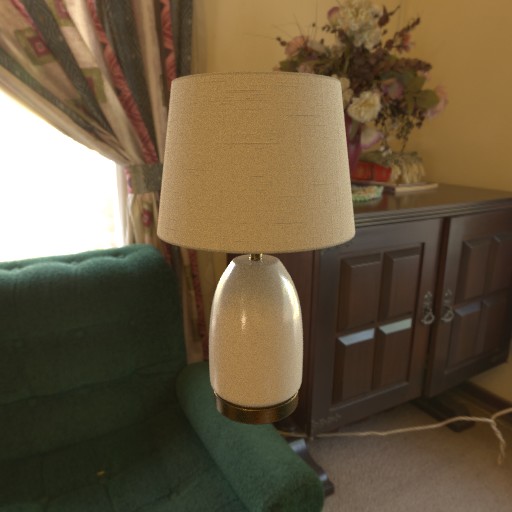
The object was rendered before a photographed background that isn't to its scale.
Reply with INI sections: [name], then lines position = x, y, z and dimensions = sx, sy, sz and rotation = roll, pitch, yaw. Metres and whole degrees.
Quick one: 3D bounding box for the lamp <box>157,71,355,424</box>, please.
[lamp]
position = 0.000, 0.000, 0.663
dimensions = 0.285, 0.483, 0.285
rotation = 0, 15, 0
